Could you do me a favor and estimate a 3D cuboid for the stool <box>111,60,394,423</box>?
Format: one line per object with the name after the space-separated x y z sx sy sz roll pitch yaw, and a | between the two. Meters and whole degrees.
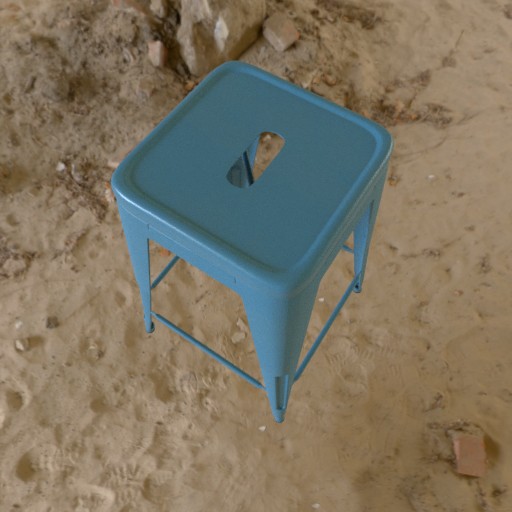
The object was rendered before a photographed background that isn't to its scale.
0.000 0.000 0.881 0.410 0.608 0.410 31 67 15 | stool
